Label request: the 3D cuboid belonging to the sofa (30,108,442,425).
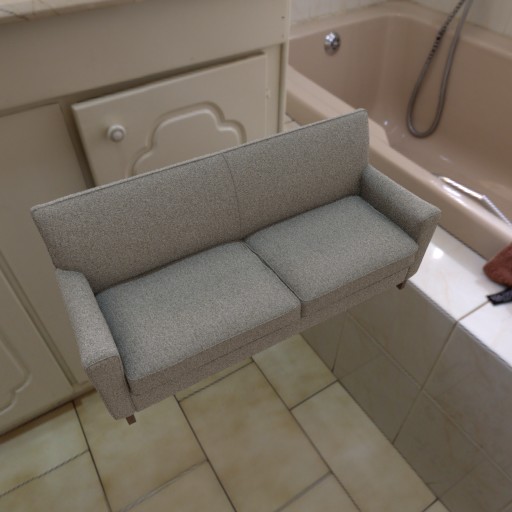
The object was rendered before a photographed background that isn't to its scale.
[{"bbox_3d":[0.000,0.000,2.487,2.026,0.942,0.854,-22,49,-20],"label":"sofa"}]
